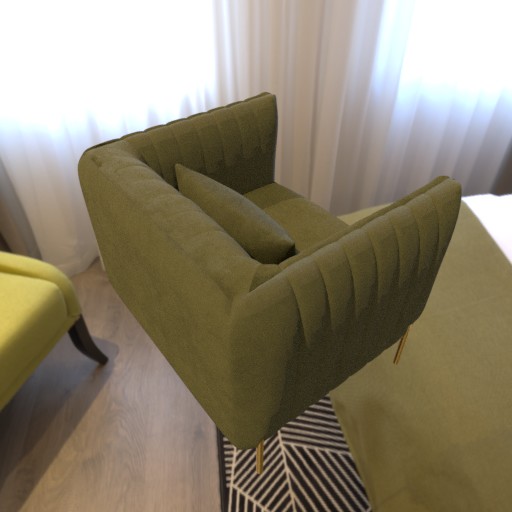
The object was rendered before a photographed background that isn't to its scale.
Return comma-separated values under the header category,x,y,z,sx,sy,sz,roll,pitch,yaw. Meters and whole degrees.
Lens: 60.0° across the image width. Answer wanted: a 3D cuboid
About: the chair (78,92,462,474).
category,x,y,z,sx,sy,sz,roll,pitch,yaw
chair,0.000,0.000,1.642,0.877,0.794,1.032,-27,48,-28
